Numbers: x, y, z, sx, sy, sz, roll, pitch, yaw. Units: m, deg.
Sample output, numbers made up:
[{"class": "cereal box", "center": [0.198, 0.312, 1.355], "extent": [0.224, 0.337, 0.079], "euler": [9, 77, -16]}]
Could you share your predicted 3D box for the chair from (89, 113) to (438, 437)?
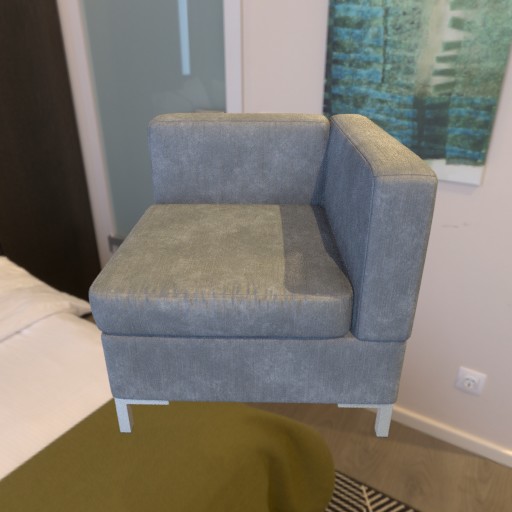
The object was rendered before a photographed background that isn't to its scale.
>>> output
[{"class": "chair", "center": [0.000, 0.000, 1.190], "extent": [0.680, 0.660, 0.680], "euler": [1, 26, 1]}]
